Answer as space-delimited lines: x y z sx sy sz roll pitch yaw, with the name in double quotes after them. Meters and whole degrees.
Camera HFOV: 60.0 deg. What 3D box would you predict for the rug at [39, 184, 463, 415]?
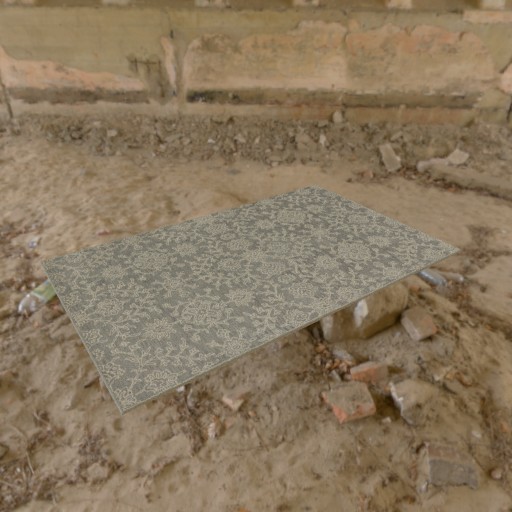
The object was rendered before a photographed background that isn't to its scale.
0.000 0.000 2.992 2.430 0.010 1.515 -19 35 -30 "rug"
